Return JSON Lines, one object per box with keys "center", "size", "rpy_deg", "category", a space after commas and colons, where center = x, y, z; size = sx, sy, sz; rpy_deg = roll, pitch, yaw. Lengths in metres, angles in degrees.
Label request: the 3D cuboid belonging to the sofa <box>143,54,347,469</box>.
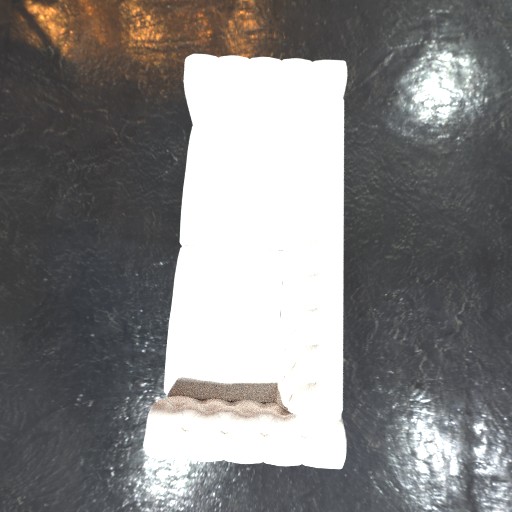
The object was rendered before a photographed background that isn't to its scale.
{"center": [0.000, 0.000, 2.215], "size": [0.771, 0.796, 1.798], "rpy_deg": [3, 76, 1], "category": "sofa"}
